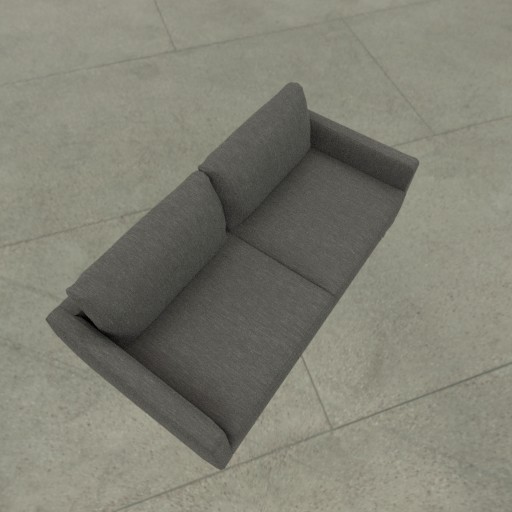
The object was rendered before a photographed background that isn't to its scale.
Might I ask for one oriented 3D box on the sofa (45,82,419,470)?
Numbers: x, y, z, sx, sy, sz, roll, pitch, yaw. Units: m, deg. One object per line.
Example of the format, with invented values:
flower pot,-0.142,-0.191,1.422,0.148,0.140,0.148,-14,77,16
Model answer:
sofa,0.000,0.000,2.128,0.875,0.840,1.682,31,63,18
